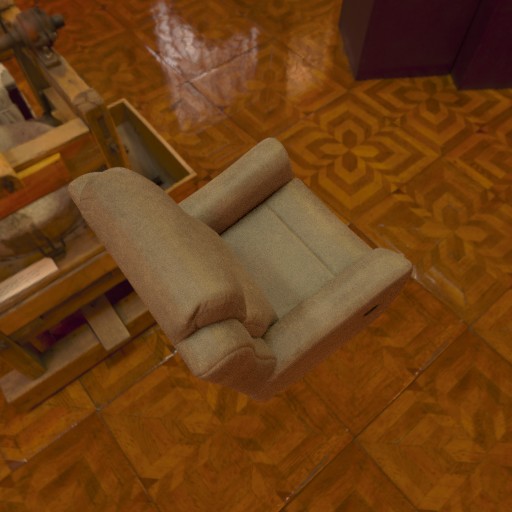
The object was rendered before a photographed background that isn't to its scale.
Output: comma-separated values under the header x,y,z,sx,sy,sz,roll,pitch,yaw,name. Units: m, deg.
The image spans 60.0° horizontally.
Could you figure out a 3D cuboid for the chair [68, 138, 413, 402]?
x,y,z,sx,sy,sz,roll,pitch,yaw,name
0.000,0.000,1.937,1.068,1.116,0.965,-33,64,-18,chair
